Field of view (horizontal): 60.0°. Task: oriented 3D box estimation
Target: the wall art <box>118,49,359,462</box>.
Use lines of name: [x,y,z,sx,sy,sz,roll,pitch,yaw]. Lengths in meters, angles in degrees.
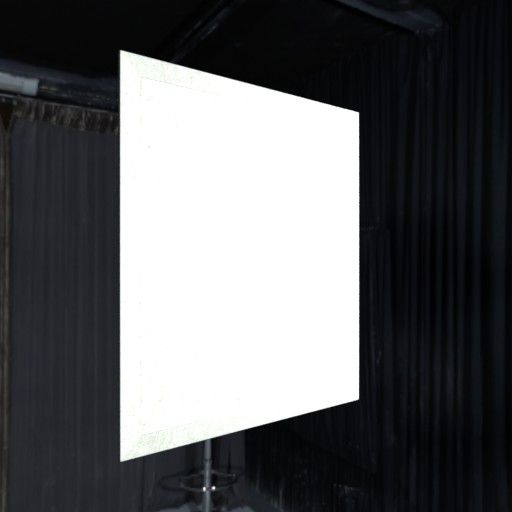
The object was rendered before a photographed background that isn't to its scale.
wall art: [0.000,0.000,0.607,0.381,0.457,0.023,0,0,-34]
